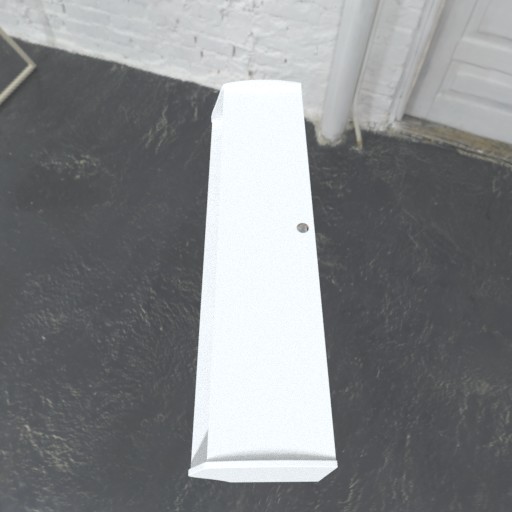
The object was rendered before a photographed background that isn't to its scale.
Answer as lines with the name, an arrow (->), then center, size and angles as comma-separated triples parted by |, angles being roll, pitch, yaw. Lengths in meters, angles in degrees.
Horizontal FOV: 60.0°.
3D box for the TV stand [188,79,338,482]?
TV stand -> 0.000, 0.000, 1.652 | 0.397, 0.424, 1.473 | 0, 59, 0
